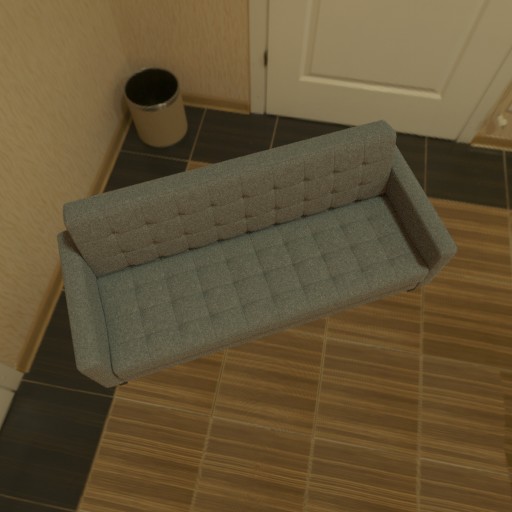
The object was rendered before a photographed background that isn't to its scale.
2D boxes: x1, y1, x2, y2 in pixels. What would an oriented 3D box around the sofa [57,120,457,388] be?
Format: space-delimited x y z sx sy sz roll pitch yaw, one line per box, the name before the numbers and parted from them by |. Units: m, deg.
sofa | 0.000 0.000 2.522 2.040 0.850 0.810 -17 65 -8
